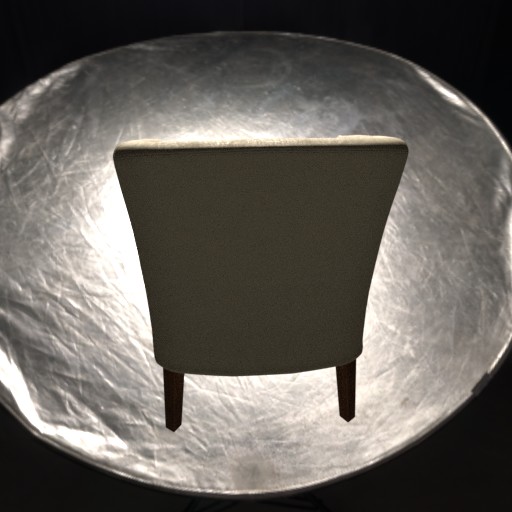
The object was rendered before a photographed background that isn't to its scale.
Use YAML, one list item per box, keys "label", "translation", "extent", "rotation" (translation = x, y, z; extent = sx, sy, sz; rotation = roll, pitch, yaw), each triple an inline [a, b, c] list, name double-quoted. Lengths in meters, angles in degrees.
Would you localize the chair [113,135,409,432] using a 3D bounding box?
- label: "chair"
  translation: [0.000, 0.000, 1.261]
  extent: [0.643, 0.822, 0.657]
  rotation: [-2, 30, -3]
